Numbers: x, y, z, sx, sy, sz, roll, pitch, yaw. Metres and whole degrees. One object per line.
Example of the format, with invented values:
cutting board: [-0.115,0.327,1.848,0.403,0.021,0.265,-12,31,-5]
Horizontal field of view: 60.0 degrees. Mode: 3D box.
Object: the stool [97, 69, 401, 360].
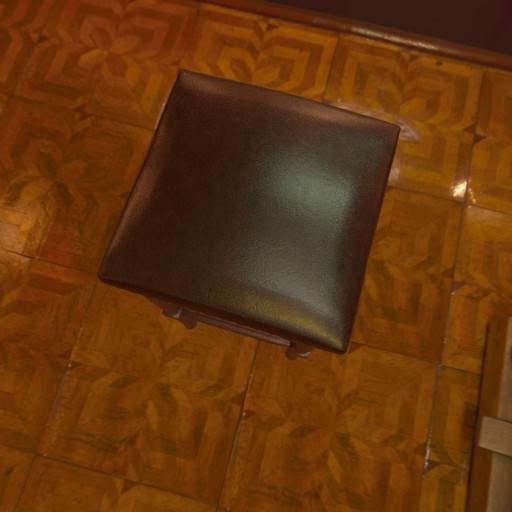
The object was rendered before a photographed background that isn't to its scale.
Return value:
stool: [0.000,0.000,1.003,0.383,0.768,0.382,16,75,4]
